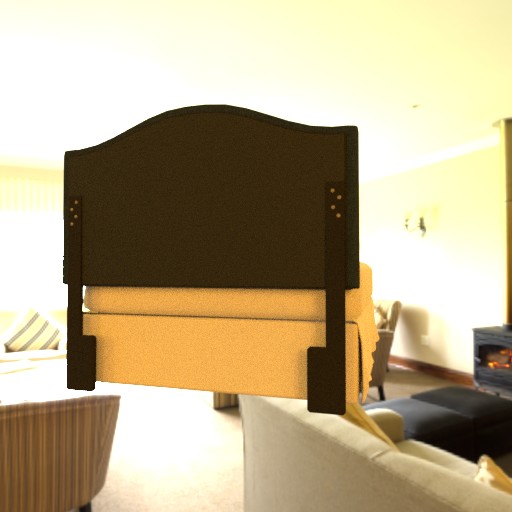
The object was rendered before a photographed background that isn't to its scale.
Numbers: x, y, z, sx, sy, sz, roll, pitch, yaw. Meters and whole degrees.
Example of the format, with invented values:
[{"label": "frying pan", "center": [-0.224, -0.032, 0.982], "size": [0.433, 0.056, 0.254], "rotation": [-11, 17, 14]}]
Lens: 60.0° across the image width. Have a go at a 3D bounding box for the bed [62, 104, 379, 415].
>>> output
[{"label": "bed", "center": [0.000, 0.000, 3.274], "size": [1.713, 1.518, 2.153], "rotation": [0, -2, 16]}]
